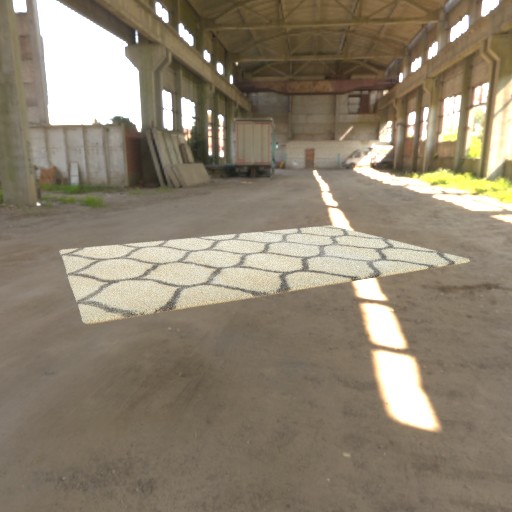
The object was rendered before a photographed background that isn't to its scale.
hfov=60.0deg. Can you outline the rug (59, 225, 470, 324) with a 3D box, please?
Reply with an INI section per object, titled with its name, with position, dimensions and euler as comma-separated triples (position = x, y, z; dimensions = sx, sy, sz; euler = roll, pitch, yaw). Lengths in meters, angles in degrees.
[rug]
position = 0.000, 0.000, 2.986
dimensions = 2.348, 0.024, 1.501
euler = -7, 15, -26
